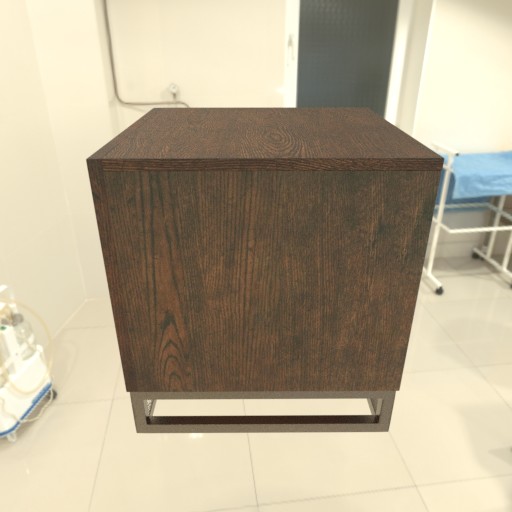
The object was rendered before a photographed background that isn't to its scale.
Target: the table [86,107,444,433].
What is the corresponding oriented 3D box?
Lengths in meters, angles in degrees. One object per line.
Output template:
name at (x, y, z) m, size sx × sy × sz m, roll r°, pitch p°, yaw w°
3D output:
table at (0.000, 0.000, 1.021) m, size 0.566 × 0.582 × 0.506 m, roll 0°, pitch 27°, yaw 0°
